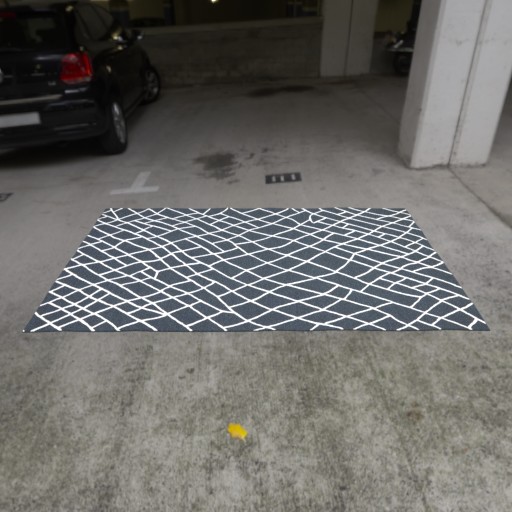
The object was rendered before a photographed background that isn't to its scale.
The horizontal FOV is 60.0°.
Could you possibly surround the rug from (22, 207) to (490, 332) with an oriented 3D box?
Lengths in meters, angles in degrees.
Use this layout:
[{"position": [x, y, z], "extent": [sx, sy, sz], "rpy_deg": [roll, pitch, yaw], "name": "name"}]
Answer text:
[{"position": [0.000, 0.000, 2.965], "extent": [2.448, 0.017, 1.529], "rpy_deg": [0, 31, 0], "name": "rug"}]
